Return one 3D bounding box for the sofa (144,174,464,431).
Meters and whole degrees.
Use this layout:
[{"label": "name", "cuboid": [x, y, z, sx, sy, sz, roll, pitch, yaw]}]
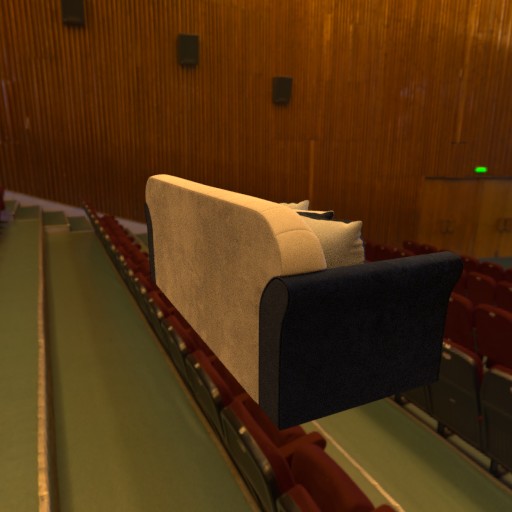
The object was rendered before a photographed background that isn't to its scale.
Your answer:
[{"label": "sofa", "cuboid": [0.000, 0.000, 2.393, 0.749, 0.789, 2.006, -7, 16, -25]}]
